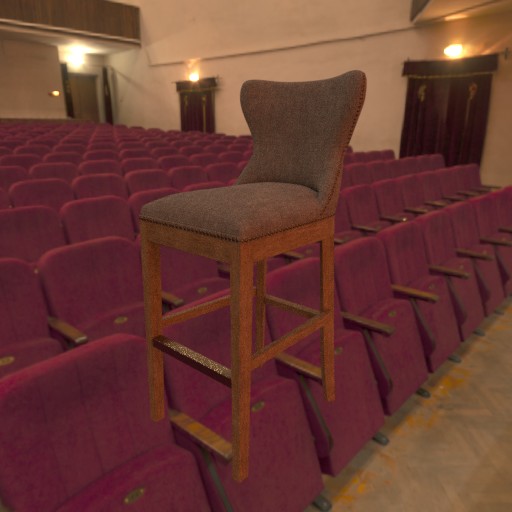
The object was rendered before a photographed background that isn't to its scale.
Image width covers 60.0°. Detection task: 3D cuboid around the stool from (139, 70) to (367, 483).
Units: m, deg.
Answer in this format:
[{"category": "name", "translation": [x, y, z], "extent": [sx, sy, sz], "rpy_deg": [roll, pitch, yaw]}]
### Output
[{"category": "stool", "translation": [0.000, 0.000, 1.438], "extent": [0.494, 1.123, 0.606], "rpy_deg": [14, 22, 40]}]
